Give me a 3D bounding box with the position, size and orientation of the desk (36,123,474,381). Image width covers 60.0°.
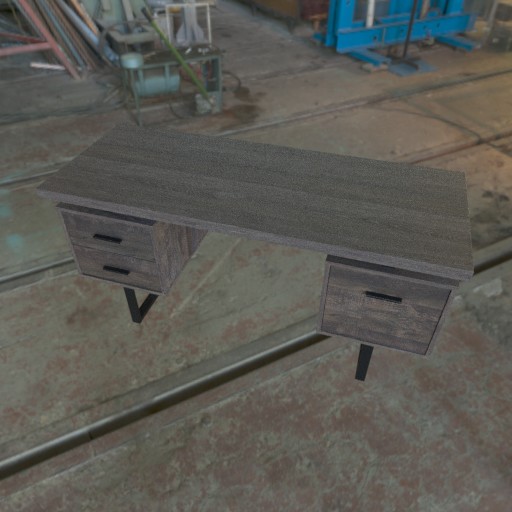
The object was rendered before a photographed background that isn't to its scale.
[{"bbox_3d":[0.000,0.000,1.933,1.524,0.760,0.600,12,42,13],"label":"desk"}]
